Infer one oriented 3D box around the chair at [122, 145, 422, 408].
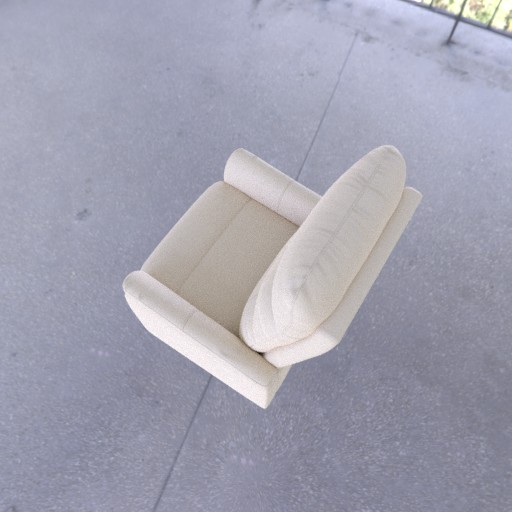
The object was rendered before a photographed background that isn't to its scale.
[{"bbox_3d":[0.000,0.000,1.656,0.831,1.082,0.775,30,67,14],"label":"chair"}]
